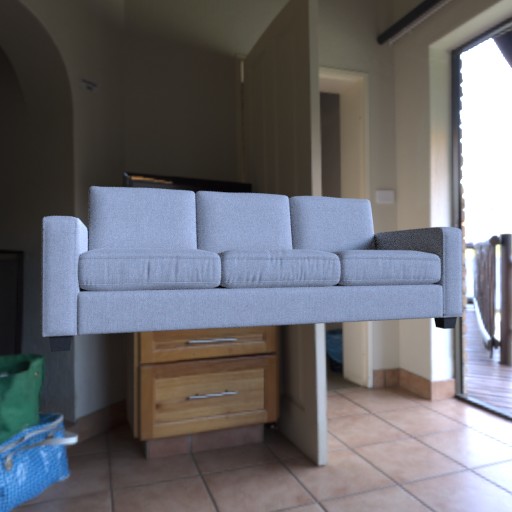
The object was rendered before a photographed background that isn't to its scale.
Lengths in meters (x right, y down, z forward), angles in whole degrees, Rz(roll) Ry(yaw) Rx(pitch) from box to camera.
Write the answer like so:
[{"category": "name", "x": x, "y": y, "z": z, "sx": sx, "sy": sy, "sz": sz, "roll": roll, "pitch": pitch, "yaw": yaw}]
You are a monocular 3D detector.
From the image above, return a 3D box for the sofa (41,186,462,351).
[{"category": "sofa", "x": 0.000, "y": 0.000, "z": 2.534, "sx": 2.120, "sy": 0.800, "sz": 0.900, "roll": 0, "pitch": -1, "yaw": -18}]
